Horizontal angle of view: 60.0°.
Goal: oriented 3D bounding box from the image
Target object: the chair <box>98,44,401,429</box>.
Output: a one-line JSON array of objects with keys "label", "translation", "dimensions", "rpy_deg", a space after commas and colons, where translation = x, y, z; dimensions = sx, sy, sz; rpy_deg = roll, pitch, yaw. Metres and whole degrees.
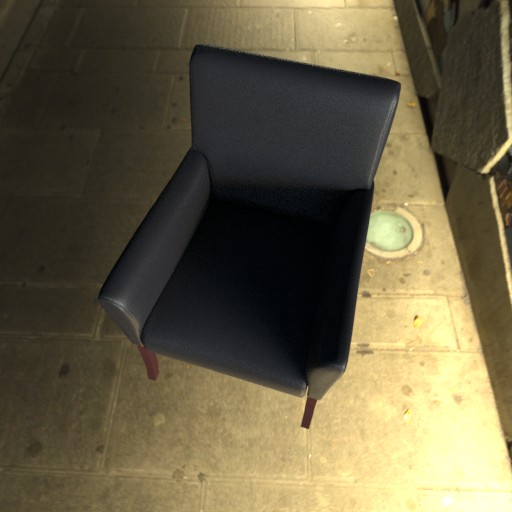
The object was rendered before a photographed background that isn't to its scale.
[{"label": "chair", "translation": [0.000, 0.000, 1.480], "dimensions": [0.683, 0.951, 0.772], "rpy_deg": [15, 60, 9]}]
